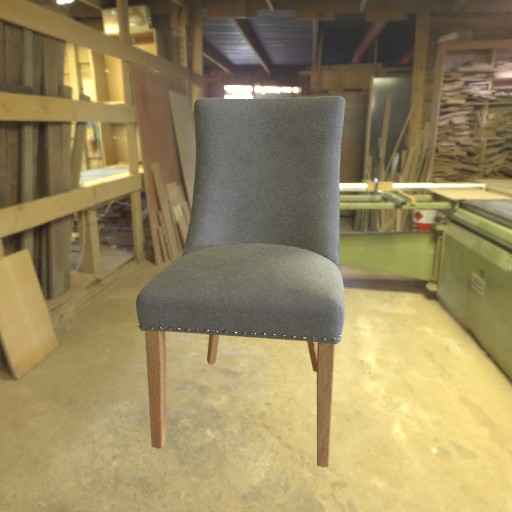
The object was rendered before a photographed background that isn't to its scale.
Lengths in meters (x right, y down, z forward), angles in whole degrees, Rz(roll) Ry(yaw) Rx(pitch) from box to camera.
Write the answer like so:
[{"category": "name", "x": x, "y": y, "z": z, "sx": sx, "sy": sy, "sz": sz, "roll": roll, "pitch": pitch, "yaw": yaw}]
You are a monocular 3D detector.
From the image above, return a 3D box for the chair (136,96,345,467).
[{"category": "chair", "x": 0.000, "y": 0.000, "z": 1.270, "sx": 0.495, "sy": 0.902, "sz": 0.610, "roll": 2, "pitch": 15, "yaw": 9}]
